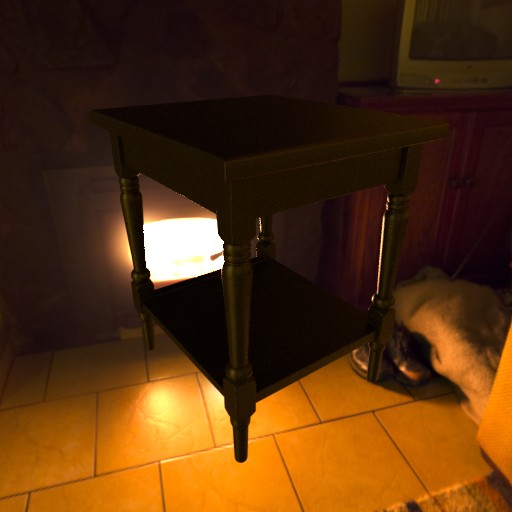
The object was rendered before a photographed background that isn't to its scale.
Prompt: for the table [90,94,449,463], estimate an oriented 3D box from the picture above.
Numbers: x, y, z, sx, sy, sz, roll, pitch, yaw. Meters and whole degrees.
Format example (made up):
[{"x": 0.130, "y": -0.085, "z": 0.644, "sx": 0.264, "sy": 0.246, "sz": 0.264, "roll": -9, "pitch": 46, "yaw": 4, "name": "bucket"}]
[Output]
[{"x": 0.000, "y": 0.000, "z": 0.921, "sx": 0.442, "sy": 0.565, "sz": 0.488, "roll": -18, "pitch": 31, "yaw": -32, "name": "table"}]
